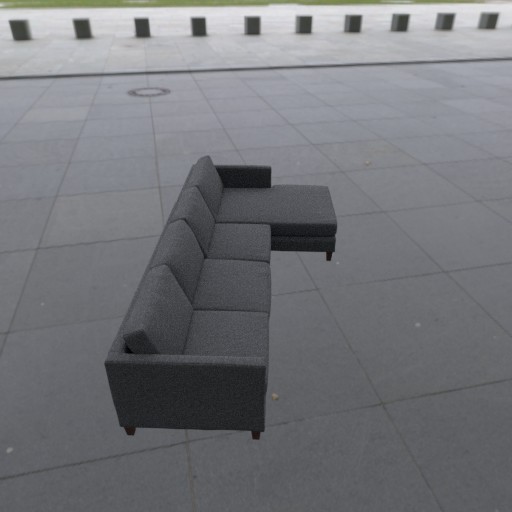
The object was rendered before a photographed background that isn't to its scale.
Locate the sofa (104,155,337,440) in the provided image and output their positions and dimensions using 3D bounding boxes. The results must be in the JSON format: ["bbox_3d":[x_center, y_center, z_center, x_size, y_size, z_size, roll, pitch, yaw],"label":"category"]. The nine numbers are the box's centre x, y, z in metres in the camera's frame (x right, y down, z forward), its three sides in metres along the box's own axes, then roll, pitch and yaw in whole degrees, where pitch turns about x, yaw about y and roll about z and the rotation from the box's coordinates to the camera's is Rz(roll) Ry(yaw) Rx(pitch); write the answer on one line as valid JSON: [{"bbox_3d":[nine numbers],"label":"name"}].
[{"bbox_3d":[0.000,0.000,3.963,1.625,0.846,3.186,1,32,2],"label":"sofa"}]
